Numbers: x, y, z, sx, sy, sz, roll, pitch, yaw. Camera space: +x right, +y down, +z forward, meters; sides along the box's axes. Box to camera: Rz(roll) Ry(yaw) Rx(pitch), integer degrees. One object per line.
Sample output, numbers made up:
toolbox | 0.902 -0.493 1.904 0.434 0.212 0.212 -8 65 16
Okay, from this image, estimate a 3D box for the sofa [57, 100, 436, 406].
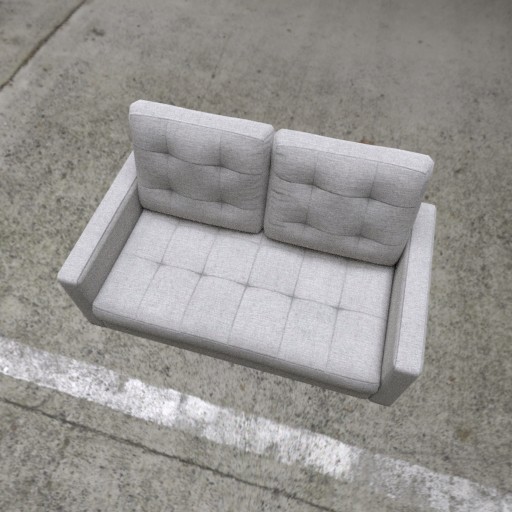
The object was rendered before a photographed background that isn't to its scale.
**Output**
sofa | 0.000 0.000 1.908 1.407 0.907 0.842 13 58 8
